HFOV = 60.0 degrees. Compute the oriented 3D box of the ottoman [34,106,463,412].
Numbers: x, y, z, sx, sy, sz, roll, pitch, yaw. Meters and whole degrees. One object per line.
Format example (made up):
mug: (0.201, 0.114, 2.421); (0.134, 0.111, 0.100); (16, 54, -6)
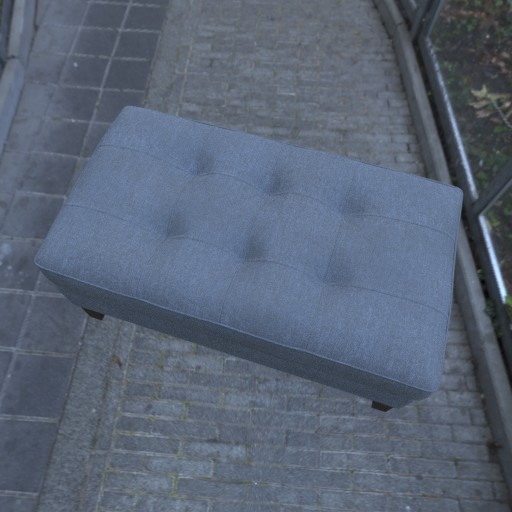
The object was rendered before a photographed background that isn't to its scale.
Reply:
ottoman: (0.000, 0.000, 1.449); (1.143, 0.514, 0.648); (16, 64, 8)
